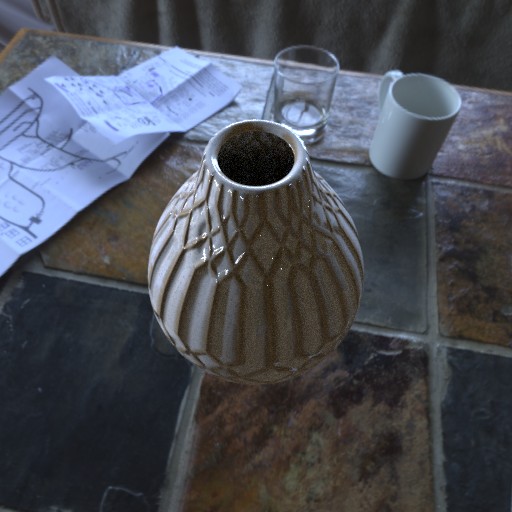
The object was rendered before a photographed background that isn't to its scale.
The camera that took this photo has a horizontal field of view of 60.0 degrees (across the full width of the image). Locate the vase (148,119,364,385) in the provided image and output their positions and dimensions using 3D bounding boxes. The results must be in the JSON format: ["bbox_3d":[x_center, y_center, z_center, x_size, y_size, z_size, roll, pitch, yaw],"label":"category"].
[{"bbox_3d":[0.000,0.000,0.314,0.159,0.200,0.159,0,58,0],"label":"vase"}]
